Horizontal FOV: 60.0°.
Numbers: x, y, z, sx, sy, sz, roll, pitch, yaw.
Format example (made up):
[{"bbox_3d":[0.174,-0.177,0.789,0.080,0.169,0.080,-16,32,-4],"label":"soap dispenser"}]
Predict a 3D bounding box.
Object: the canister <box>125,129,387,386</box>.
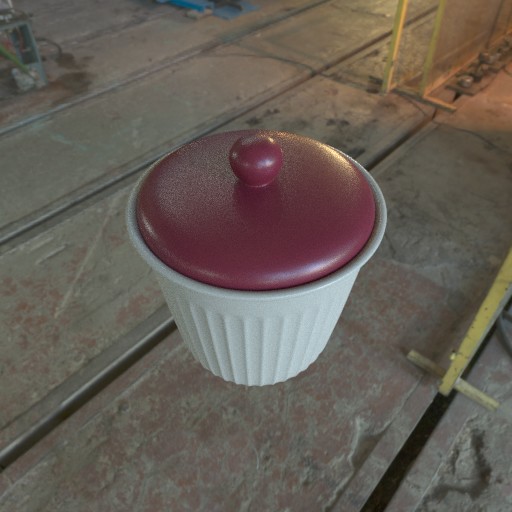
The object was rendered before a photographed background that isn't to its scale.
[{"bbox_3d":[0.000,0.000,0.354,0.181,0.211,0.181,0,46,0],"label":"canister"}]
